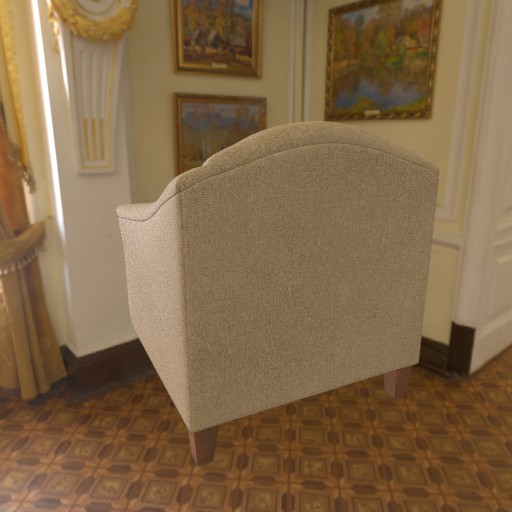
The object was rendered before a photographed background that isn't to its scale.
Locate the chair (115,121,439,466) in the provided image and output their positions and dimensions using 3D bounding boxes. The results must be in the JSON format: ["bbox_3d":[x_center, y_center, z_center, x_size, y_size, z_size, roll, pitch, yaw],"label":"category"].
[{"bbox_3d":[0.000,0.000,1.464,0.763,0.839,0.787,-8,17,-26],"label":"chair"}]
